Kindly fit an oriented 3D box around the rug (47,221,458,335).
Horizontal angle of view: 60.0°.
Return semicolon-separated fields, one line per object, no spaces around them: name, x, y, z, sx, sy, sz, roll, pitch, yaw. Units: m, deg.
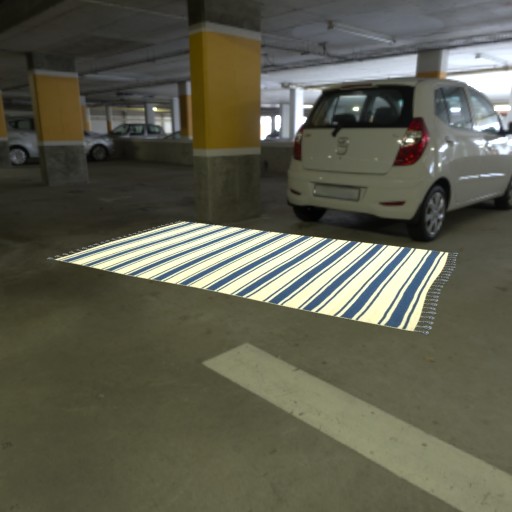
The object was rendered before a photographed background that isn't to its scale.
rug;0.000;0.000;2.608;2.108;0.009;1.248;8;18;27
